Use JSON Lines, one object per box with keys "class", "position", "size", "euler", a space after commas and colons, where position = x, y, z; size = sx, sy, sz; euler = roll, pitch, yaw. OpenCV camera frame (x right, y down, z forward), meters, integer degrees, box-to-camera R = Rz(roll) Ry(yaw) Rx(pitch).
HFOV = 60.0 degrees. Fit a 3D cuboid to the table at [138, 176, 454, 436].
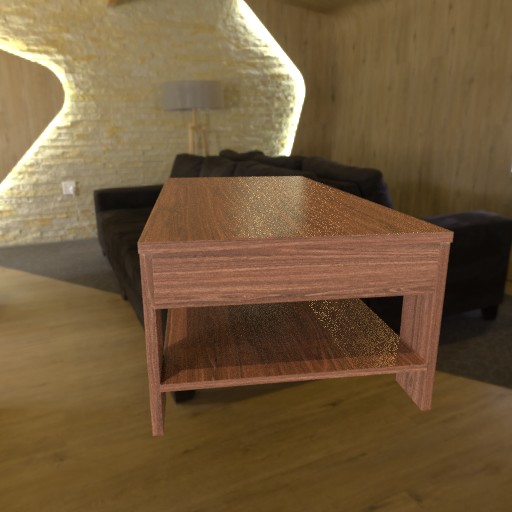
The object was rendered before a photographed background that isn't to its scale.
{"class": "table", "position": [0.000, 0.000, 1.446], "size": [0.600, 0.400, 1.200], "euler": [-2, 16, -8]}
